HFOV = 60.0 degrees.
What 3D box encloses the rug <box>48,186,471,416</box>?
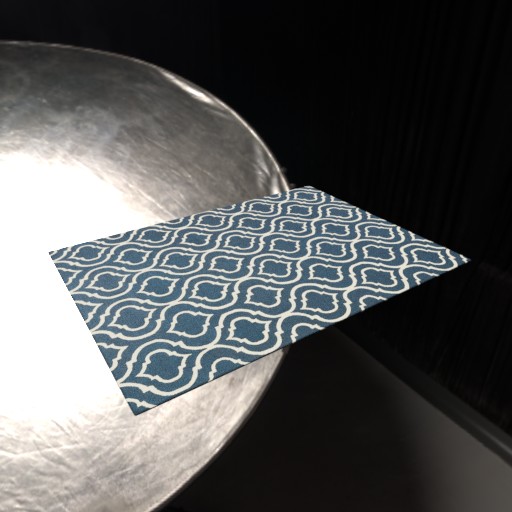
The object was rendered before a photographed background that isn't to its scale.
[{"bbox_3d":[0.000,0.000,4.323,3.353,0.010,2.438,-18,34,-29],"label":"rug"}]
